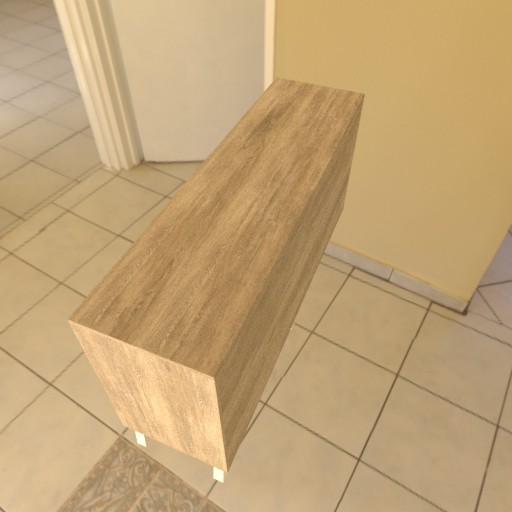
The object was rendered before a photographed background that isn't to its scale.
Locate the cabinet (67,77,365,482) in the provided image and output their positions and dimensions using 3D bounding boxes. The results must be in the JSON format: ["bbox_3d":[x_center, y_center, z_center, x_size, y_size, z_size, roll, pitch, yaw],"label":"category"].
[{"bbox_3d":[0.000,0.000,1.978,0.450,0.870,1.600,17,49,15],"label":"cabinet"}]
